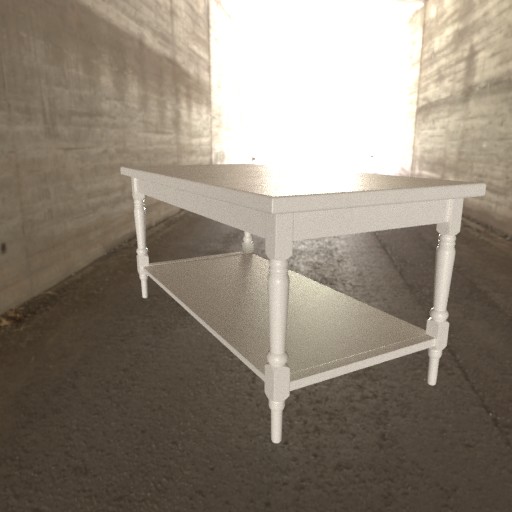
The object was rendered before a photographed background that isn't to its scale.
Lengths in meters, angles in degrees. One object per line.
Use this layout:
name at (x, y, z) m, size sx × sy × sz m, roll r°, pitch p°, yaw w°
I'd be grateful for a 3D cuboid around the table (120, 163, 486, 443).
table at (0.000, 0.000, 1.379) m, size 0.550 × 0.510 × 1.107 m, roll -8°, pitch 16°, yaw -28°
